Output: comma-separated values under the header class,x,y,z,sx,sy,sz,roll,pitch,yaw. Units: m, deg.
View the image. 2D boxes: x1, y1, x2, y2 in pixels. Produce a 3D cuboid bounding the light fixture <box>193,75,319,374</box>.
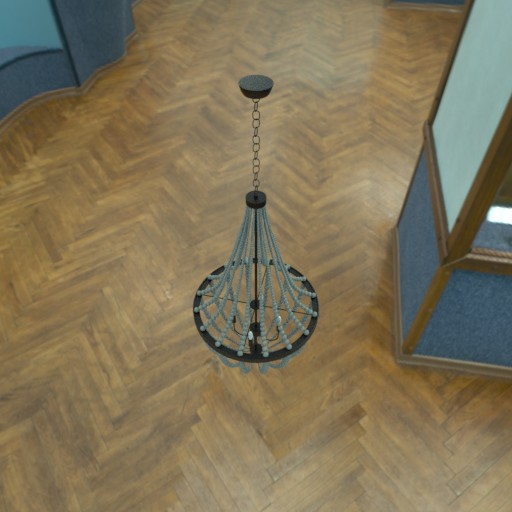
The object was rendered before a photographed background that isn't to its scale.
class,x,y,z,sx,sy,sz,roll,pitch,yaw
light fixture,0.000,0.000,1.403,0.450,1.133,0.450,0,47,0
